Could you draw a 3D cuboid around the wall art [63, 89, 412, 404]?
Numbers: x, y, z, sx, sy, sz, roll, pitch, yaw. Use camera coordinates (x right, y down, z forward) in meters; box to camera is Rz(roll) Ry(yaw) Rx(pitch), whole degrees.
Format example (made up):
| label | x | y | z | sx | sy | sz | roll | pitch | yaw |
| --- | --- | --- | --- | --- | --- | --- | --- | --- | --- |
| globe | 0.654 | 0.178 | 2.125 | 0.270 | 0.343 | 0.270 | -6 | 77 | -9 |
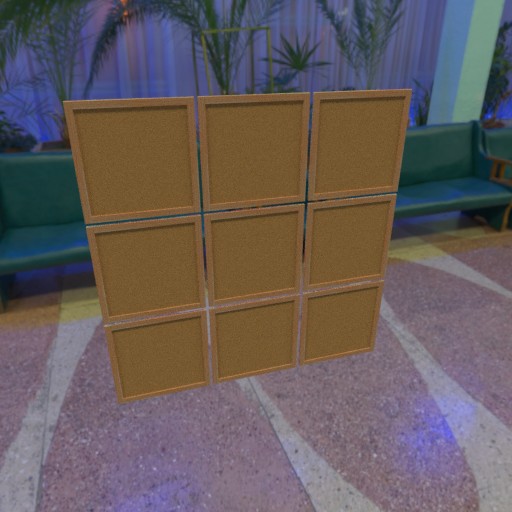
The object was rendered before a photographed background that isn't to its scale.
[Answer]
| label | x | y | z | sx | sy | sz | roll | pitch | yaw |
| --- | --- | --- | --- | --- | --- | --- | --- | --- | --- |
| wall art | 0.000 | 0.000 | 2.205 | 1.521 | 1.519 | 0.013 | -8 | 27 | -15 |
